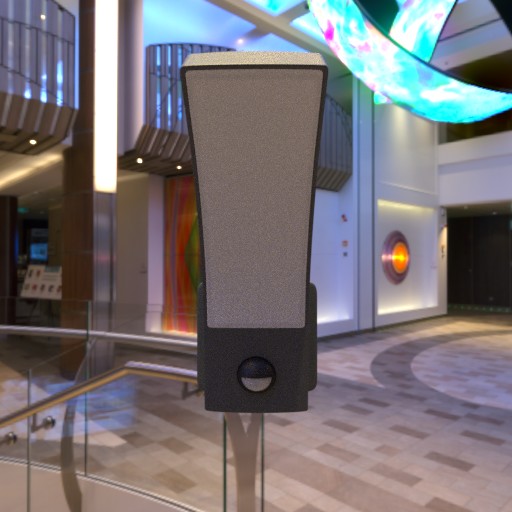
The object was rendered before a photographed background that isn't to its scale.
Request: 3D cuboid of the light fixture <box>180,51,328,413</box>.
[{"bbox_3d":[0.000,0.000,0.328,0.108,0.243,0.174,0,-1,1],"label":"light fixture"}]
